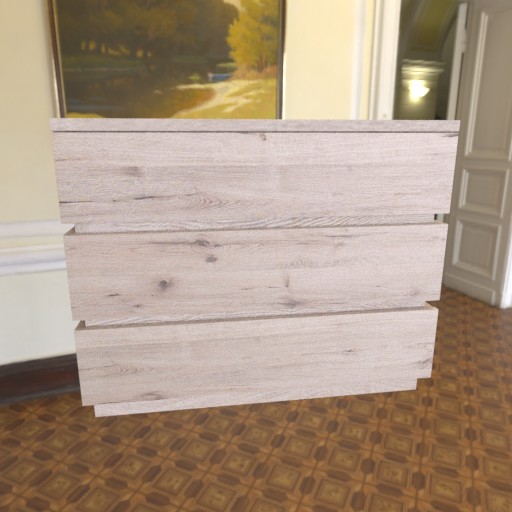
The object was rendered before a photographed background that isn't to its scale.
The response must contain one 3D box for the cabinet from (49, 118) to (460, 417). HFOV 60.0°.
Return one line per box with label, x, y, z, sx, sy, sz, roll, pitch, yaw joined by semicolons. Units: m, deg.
cabinet;0.000;0.000;1.415;1.040;0.820;0.420;-2;15;-8
